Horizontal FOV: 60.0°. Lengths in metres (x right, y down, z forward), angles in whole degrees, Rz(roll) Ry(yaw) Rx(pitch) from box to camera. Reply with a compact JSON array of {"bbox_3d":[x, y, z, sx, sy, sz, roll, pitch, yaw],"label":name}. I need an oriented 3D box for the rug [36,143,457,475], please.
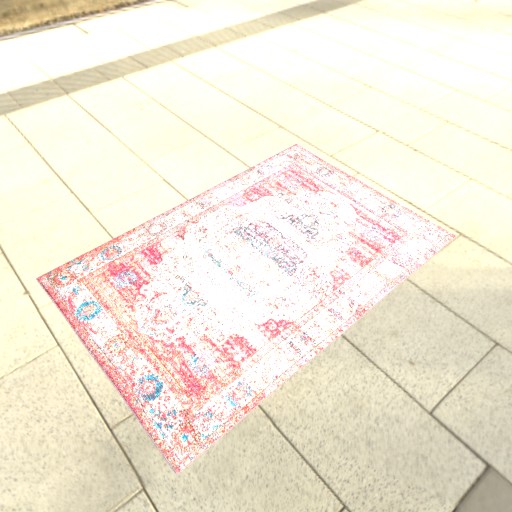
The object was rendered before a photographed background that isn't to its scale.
[{"bbox_3d":[0.000,0.000,2.289,1.829,0.006,1.219,-33,55,-27],"label":"rug"}]
